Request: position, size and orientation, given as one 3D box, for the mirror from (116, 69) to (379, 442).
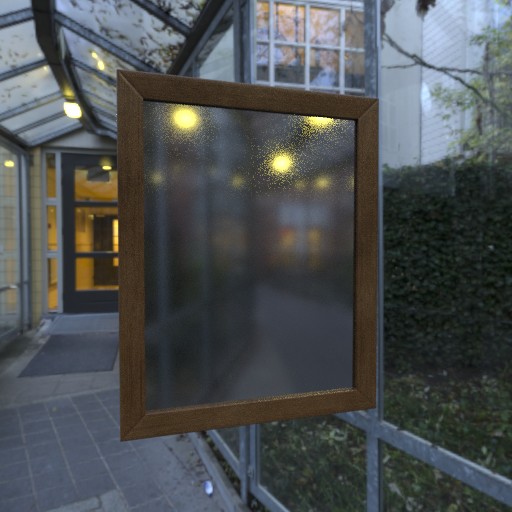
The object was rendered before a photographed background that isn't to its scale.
[{"bbox_3d":[0.000,0.000,0.683,0.405,0.508,0.041,-1,2,-18],"label":"mirror"}]
